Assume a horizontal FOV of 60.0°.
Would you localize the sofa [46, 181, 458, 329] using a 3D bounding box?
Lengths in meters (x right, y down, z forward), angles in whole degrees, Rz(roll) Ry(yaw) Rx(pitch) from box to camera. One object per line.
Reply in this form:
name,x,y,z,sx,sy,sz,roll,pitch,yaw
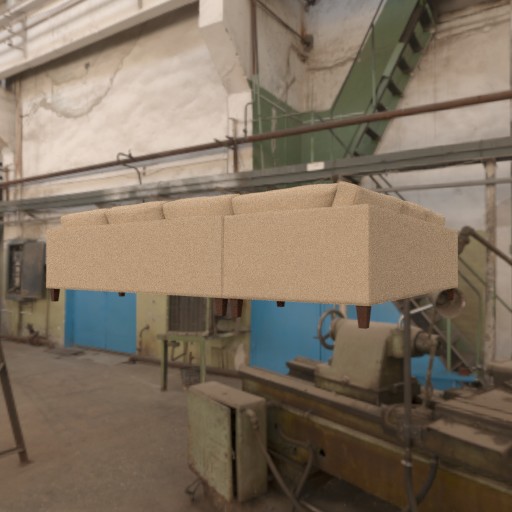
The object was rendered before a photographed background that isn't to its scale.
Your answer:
sofa,0.000,0.000,4.282,3.182,0.863,2.432,-1,-1,35
